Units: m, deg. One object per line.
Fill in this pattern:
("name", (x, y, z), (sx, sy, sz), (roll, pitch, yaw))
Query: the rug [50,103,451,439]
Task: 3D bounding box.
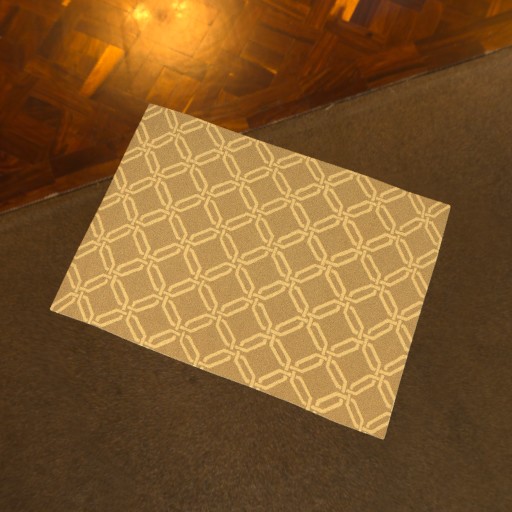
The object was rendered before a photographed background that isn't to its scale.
("rug", (0.000, 0.000, 2.783), (2.135, 0.013, 1.524), (20, 77, 5))
